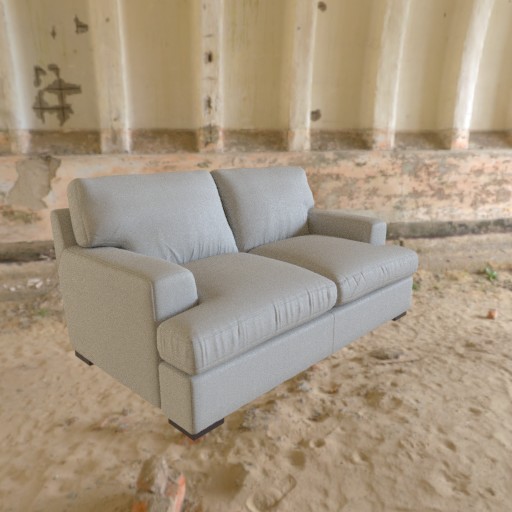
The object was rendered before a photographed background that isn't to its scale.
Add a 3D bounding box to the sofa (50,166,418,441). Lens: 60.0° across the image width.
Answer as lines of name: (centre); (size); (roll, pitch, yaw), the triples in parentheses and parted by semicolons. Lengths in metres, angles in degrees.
sofa: (0.000, 0.000, 2.528); (1.143, 0.940, 1.880); (13, 20, 42)
